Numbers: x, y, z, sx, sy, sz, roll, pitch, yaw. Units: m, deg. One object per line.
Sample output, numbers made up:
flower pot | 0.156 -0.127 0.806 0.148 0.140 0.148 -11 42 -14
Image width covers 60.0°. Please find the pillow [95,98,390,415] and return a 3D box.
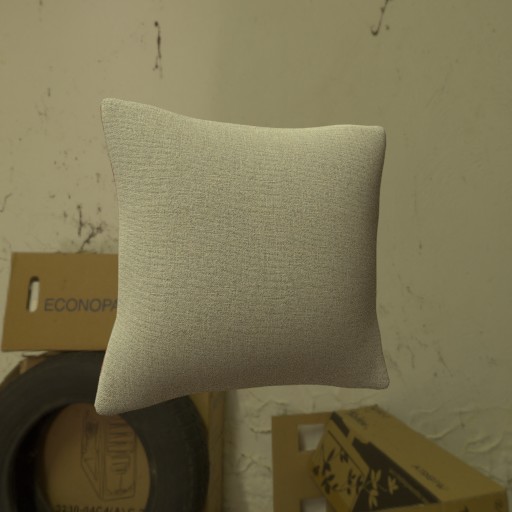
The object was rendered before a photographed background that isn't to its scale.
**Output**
pillow | 0.000 0.000 0.642 0.437 0.419 0.136 0 -1 -17
